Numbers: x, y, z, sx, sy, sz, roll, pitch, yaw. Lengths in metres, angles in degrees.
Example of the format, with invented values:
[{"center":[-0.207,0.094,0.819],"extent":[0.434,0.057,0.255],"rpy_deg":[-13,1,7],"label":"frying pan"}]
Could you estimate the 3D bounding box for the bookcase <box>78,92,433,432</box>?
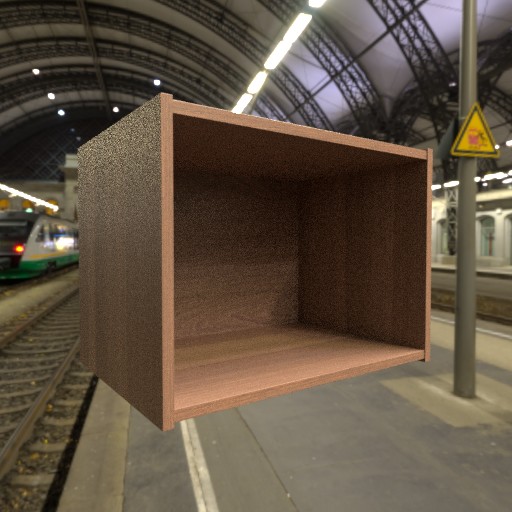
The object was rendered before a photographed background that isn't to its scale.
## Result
[{"center":[0.000,0.000,0.636],"extent":[0.415,0.305,0.290],"rpy_deg":[-1,2,-36],"label":"bookcase"}]
